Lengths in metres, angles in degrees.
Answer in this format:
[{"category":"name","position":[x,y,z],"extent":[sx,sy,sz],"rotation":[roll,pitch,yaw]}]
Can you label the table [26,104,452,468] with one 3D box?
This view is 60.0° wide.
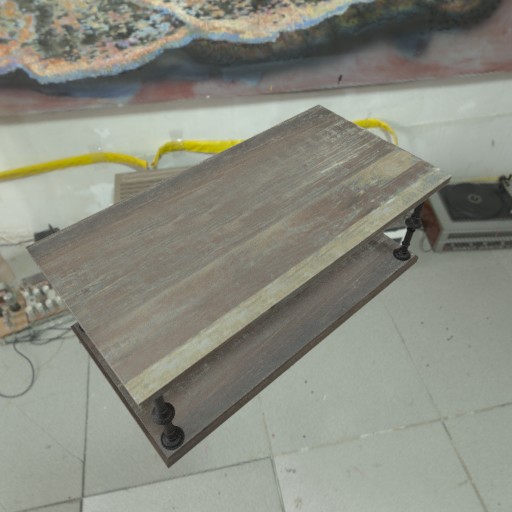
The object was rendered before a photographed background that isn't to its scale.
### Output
[{"category":"table","position":[0.000,0.000,1.386],"extent":[1.088,0.399,0.554],"rotation":[-33,56,-26]}]
